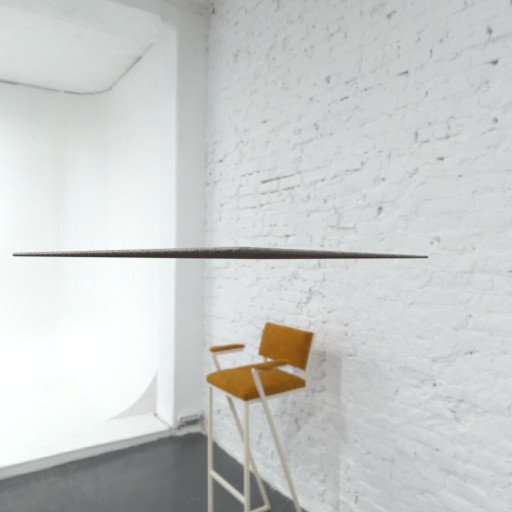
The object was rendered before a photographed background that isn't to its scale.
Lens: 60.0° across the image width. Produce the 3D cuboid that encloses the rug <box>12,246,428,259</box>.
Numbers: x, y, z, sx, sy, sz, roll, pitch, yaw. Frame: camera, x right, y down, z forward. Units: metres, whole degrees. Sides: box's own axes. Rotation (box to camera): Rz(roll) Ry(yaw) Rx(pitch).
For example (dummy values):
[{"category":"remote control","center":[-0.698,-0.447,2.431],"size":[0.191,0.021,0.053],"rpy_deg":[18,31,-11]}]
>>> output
[{"category":"rug","center":[0.000,0.000,2.254],"size":[1.219,0.016,1.829],"rpy_deg":[-1,-1,36]}]
